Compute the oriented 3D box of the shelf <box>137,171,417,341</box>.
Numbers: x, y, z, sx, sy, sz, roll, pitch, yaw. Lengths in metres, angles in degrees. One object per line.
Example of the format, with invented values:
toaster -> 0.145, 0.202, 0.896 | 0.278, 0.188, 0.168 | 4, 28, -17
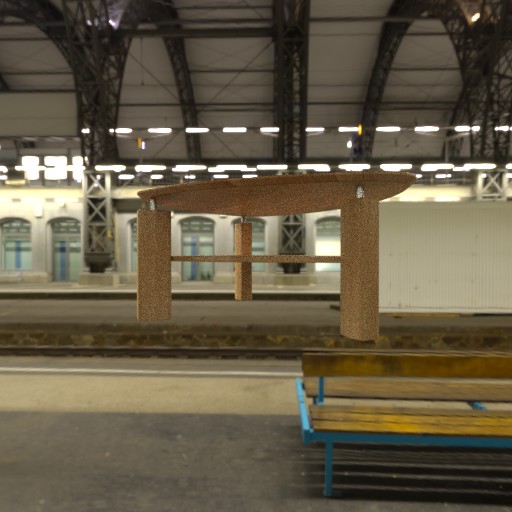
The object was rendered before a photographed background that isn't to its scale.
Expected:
shelf -> 0.000, 0.000, 1.662 | 0.863, 0.439, 1.240 | 0, 0, -20
